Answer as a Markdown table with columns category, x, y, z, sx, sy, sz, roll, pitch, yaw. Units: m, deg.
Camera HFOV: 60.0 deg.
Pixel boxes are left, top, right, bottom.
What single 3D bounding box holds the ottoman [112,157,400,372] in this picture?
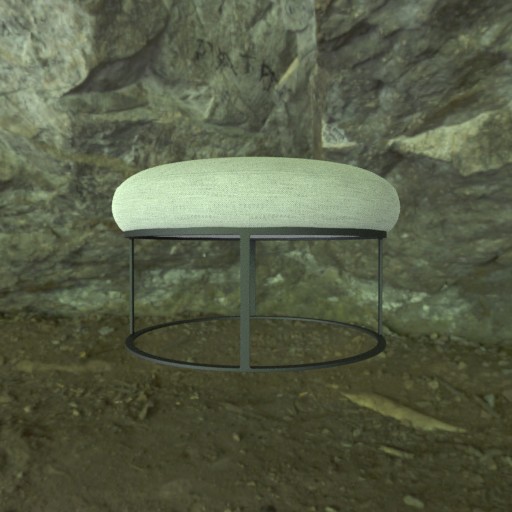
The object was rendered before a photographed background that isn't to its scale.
| category | x | y | z | sx | sy | sz | roll | pitch | yaw |
| --- | --- | --- | --- | --- | --- | --- | --- | --- | --- |
| ottoman | 0.000 | 0.000 | 1.246 | 0.769 | 0.459 | 0.769 | 0 | 1 | 0 |
